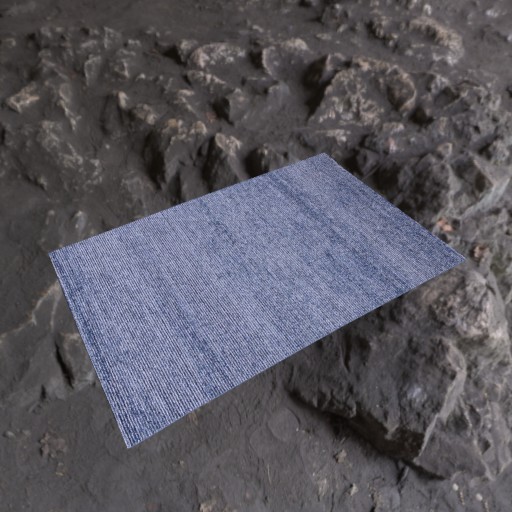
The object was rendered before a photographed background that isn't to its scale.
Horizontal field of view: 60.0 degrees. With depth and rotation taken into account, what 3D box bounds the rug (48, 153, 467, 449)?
[{"bbox_3d":[0.000,0.000,2.226,1.777,0.021,1.145,-24,50,-22],"label":"rug"}]
